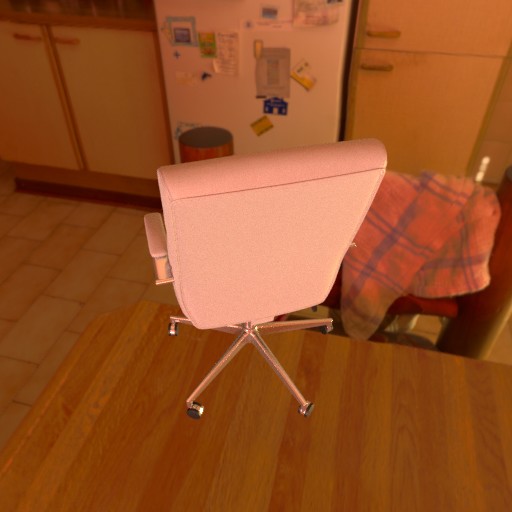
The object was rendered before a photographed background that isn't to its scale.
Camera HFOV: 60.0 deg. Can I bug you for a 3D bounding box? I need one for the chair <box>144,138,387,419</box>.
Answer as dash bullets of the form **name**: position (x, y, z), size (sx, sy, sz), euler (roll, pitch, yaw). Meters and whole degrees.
- **chair**: position (0.000, 0.000, 1.605), size (0.727, 1.099, 0.745), euler (-11, 41, -12)
